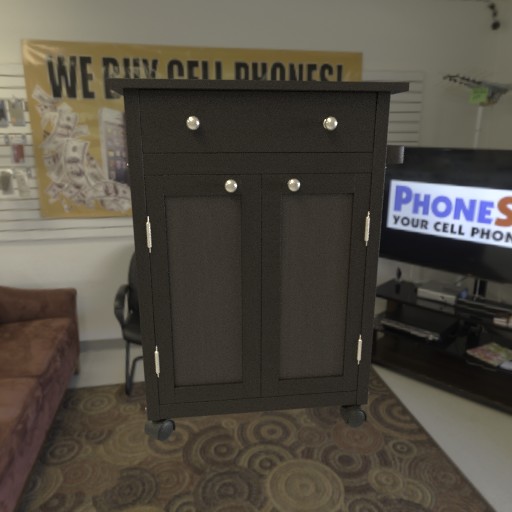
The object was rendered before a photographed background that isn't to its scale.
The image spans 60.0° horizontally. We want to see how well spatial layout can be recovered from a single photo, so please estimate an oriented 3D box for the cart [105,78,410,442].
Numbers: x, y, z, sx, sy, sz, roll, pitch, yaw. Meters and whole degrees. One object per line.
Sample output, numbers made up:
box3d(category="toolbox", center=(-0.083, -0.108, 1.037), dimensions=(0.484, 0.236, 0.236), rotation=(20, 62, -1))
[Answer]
box3d(category="cart", center=(0.000, 0.000, 1.252), dimensions=(0.660, 0.879, 0.456), rotation=(-2, 15, -7))
